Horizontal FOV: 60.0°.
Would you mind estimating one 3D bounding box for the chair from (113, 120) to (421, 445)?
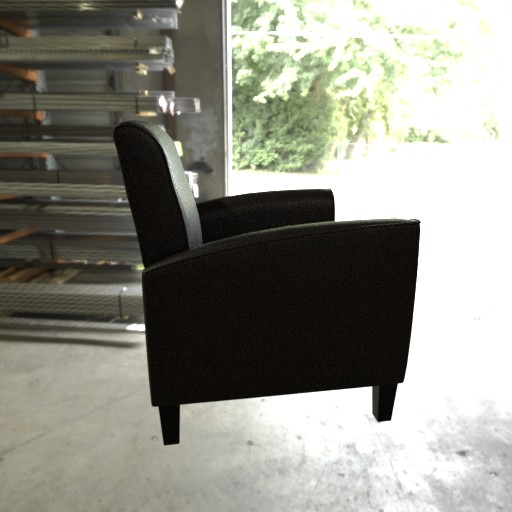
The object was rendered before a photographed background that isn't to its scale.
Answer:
[{"bbox_3d":[0.000,0.000,1.581,0.819,0.916,0.820,-3,15,-9],"label":"chair"}]
